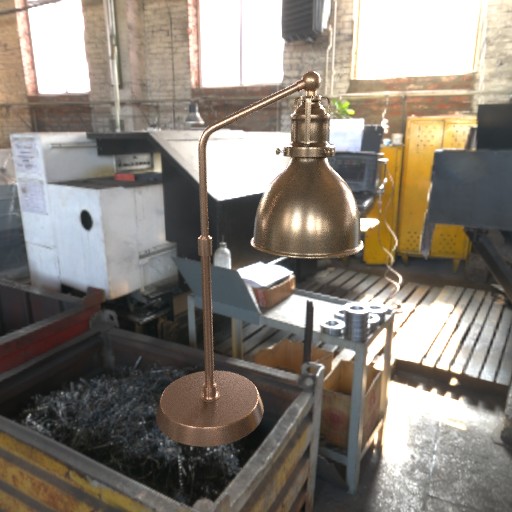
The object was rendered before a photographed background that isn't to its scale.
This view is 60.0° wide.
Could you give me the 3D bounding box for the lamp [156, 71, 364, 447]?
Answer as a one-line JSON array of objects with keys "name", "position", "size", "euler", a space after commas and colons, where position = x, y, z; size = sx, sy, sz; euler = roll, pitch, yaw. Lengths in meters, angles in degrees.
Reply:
[{"name": "lamp", "position": [0.000, 0.000, 0.585], "size": [0.286, 0.456, 0.153], "euler": [-3, 16, -9]}]
